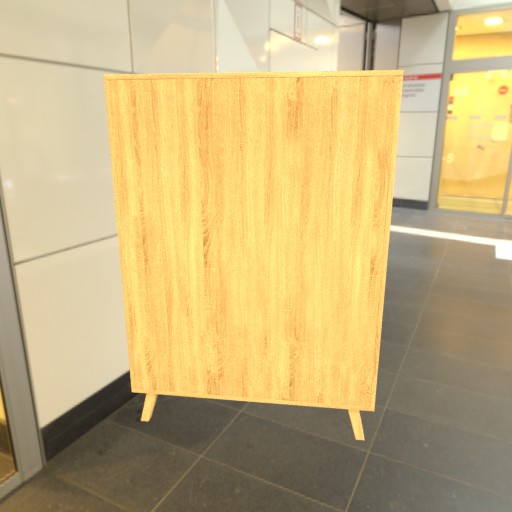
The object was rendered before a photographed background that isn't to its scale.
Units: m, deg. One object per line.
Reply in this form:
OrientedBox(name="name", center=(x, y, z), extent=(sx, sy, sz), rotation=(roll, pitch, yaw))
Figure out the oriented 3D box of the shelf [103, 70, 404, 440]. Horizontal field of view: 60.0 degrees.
OrientedBox(name="shelf", center=(0.000, 0.000, 1.869), extent=(1.000, 1.390, 0.450), rotation=(2, 16, 7))
